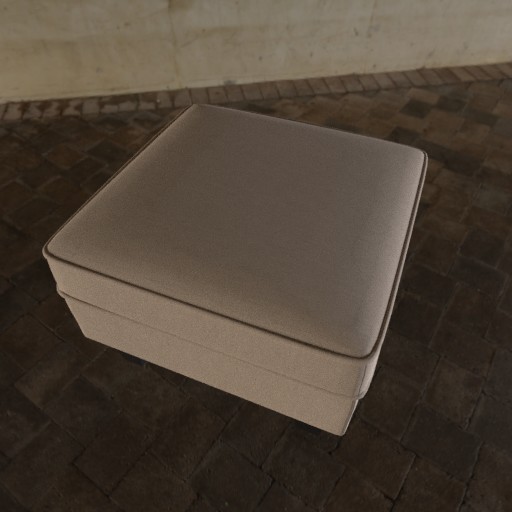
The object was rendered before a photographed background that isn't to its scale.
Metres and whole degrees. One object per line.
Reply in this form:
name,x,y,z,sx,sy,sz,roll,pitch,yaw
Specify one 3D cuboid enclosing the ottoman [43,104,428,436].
ottoman,0.000,0.000,1.014,0.616,0.438,0.613,17,48,15
